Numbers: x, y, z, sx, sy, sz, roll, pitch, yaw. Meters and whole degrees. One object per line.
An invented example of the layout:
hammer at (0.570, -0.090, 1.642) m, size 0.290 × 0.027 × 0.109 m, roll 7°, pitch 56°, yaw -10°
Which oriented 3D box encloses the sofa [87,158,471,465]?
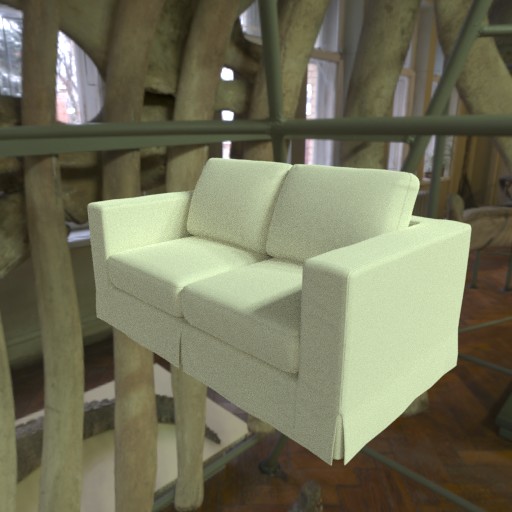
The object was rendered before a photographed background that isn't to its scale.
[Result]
sofa at (0.000, 0.000, 2.326) m, size 1.009 × 0.932 × 1.813 m, roll -15°, pitch 22°, yaw -43°
